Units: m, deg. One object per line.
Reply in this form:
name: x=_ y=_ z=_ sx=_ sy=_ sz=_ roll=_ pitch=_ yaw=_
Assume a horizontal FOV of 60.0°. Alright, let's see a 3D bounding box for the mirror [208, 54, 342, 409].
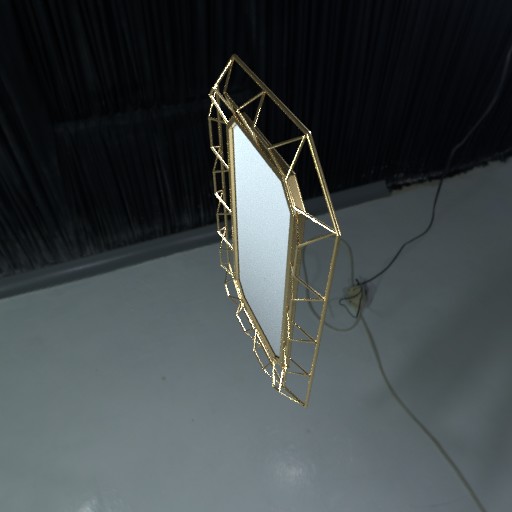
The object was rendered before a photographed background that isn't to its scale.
mirror: x=0.000 y=0.000 z=1.111 sx=0.051 sy=0.870 sz=0.572 roll=-18 pitch=50 yaw=-16
